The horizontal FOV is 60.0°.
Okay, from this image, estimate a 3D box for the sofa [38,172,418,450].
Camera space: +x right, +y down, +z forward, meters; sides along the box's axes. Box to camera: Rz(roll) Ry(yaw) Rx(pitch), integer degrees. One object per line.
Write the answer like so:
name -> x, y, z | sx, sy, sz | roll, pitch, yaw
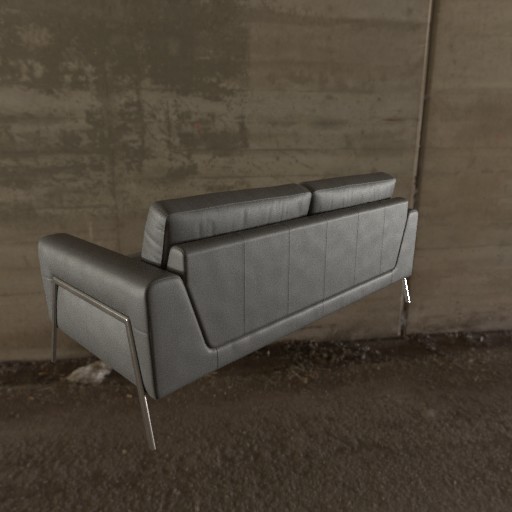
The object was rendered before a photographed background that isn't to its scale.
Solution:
sofa -> 0.000, 0.000, 2.495 | 0.953, 0.875, 2.017 | 15, 22, 42
